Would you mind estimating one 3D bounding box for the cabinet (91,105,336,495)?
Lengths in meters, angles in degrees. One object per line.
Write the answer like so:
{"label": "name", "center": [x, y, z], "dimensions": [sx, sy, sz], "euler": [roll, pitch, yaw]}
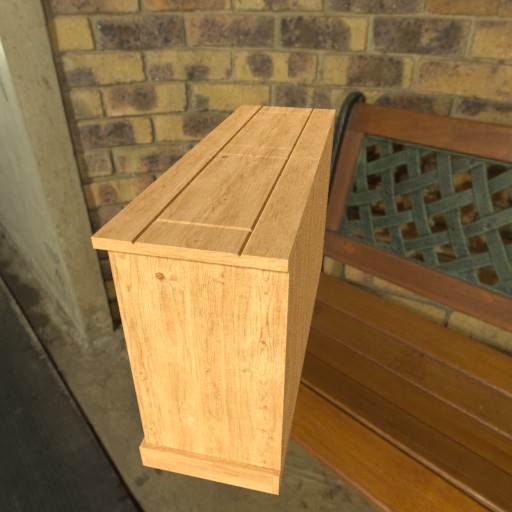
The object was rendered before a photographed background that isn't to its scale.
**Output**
{"label": "cabinet", "center": [0.000, 0.000, 1.678], "dimensions": [0.432, 0.810, 1.321], "euler": [7, 32, 11]}
